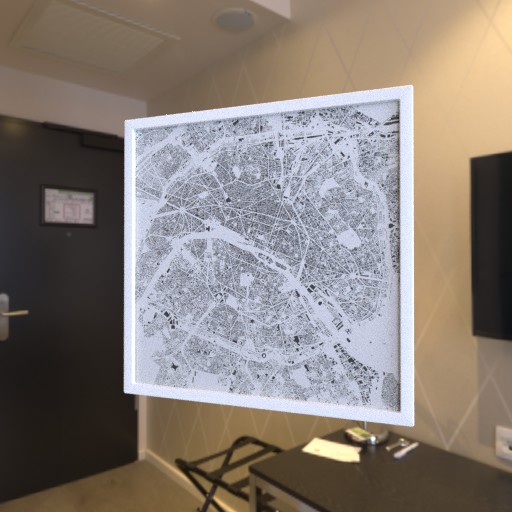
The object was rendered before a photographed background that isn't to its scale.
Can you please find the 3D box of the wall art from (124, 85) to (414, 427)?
[{"bbox_3d":[0.000,0.000,0.759,0.508,0.508,0.038,0,-1,19],"label":"wall art"}]
